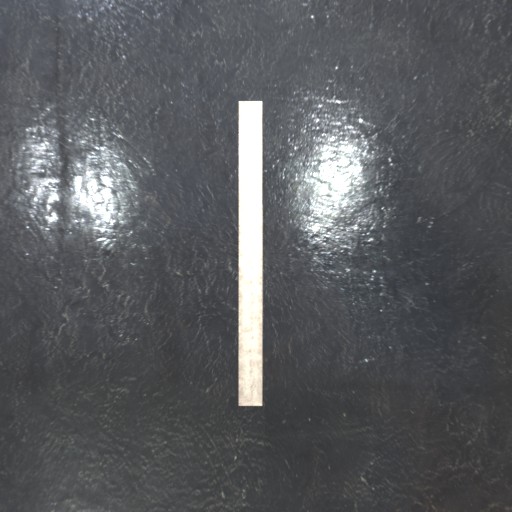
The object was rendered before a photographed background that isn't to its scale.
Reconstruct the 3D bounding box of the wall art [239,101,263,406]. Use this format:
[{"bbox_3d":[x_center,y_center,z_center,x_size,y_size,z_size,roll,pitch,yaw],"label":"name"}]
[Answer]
[{"bbox_3d":[0.000,0.000,1.671,0.051,1.461,0.648,0,90,1],"label":"wall art"}]
